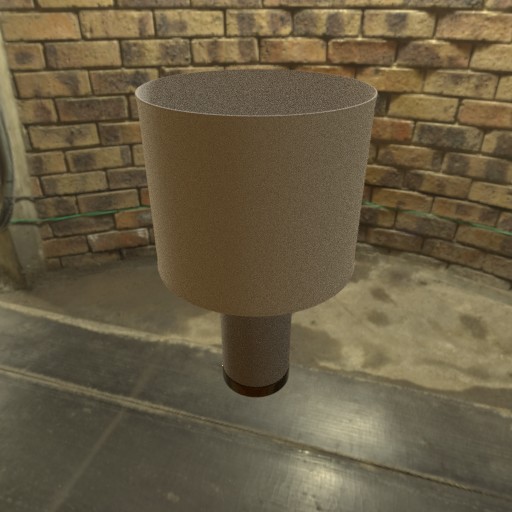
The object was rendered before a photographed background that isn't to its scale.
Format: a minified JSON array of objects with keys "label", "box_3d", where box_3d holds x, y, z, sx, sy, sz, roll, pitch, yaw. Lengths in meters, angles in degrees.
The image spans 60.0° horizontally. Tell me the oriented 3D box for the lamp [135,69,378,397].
[{"label":"lamp","box_3d":[0.000,0.000,0.526,0.229,0.380,0.229,0,31,0]}]
